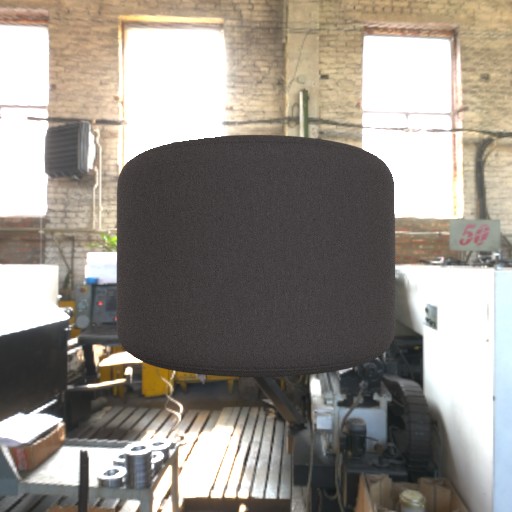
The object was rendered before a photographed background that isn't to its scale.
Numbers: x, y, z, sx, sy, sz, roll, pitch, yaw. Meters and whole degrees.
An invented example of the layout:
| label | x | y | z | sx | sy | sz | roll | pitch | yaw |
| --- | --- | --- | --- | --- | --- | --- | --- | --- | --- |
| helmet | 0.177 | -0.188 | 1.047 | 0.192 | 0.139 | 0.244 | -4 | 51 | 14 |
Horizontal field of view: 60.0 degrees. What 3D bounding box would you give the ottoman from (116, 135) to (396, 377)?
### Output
| label | x | y | z | sx | sy | sz | roll | pitch | yaw |
| --- | --- | --- | --- | --- | --- | --- | --- | --- | --- |
| ottoman | 0.000 | 0.000 | 1.013 | 0.608 | 0.433 | 0.608 | 0 | -1 | 0 |
